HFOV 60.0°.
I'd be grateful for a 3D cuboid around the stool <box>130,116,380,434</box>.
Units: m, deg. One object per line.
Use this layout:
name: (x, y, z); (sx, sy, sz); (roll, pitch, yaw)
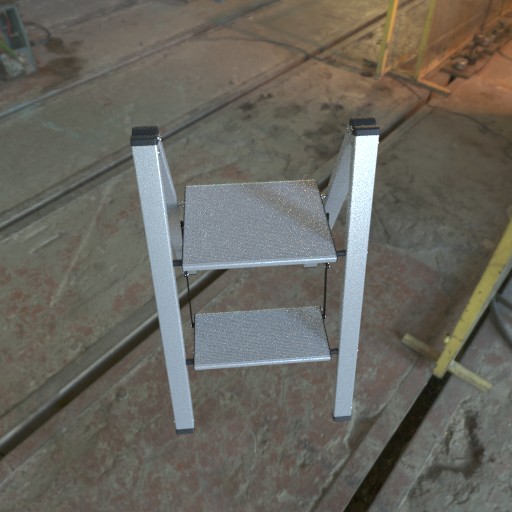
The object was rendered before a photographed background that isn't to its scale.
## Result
stool: (0.000, 0.000, 1.026); (0.440, 0.670, 0.535); (-3, 48, -3)
